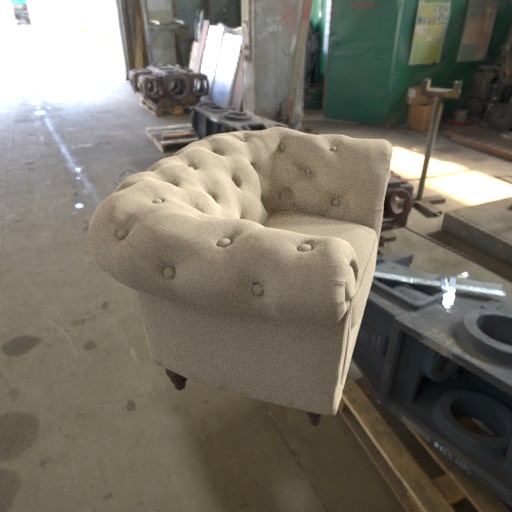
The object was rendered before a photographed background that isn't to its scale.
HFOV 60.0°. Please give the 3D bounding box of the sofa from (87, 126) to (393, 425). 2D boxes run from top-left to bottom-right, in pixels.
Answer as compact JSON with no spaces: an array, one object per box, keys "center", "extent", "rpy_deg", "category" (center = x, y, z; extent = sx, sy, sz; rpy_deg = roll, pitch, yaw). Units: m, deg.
[{"center":[0.000,0.000,2.005],"extent":[1.034,0.878,1.405],"rpy_deg":[11,32,18],"category":"sofa"}]
